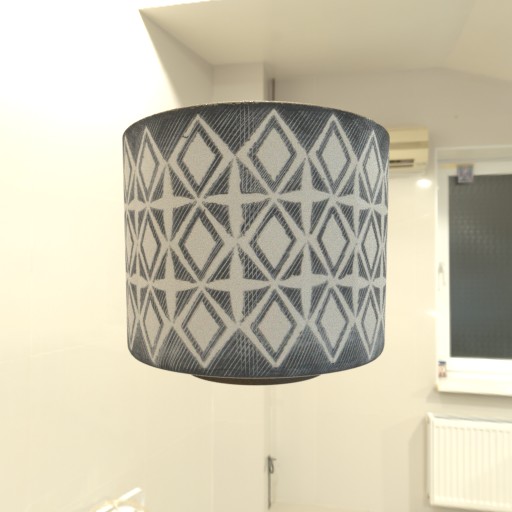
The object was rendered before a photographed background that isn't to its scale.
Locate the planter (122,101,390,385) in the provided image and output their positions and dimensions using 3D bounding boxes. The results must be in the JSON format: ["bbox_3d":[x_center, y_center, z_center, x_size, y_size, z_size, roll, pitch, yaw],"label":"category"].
[{"bbox_3d":[0.000,0.000,0.332,0.192,0.165,0.192,0,-1,0],"label":"planter"}]
